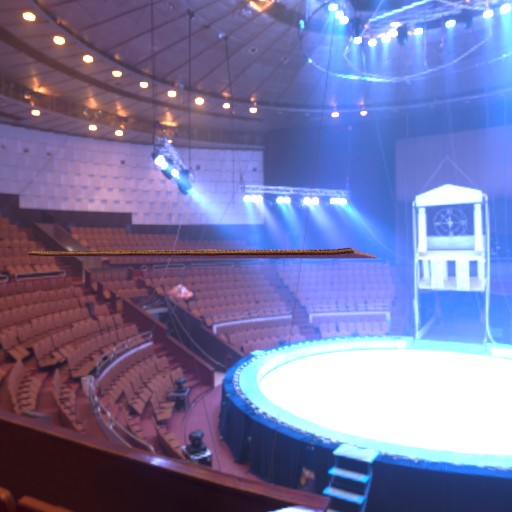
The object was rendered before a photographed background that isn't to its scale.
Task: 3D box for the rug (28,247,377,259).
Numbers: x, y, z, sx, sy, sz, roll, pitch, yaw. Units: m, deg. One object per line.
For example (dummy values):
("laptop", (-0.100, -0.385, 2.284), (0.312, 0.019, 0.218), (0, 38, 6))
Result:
("rug", (0.000, 0.000, 3.041), (1.521, 0.034, 2.438), (0, -1, 17))
